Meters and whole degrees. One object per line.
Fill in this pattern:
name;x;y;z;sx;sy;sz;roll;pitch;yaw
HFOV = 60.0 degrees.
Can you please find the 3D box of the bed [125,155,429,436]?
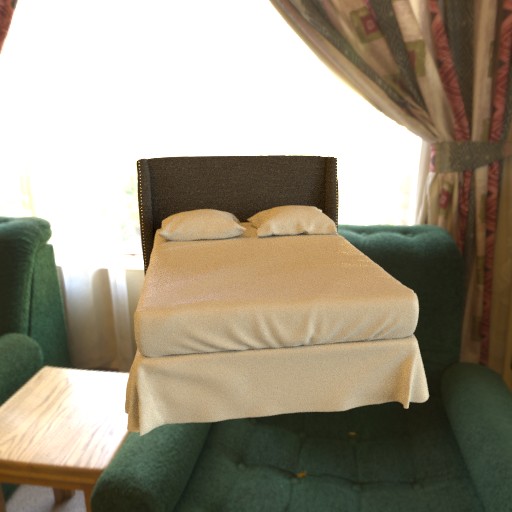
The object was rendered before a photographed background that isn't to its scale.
bed;0.000;0.000;3.412;1.925;1.332;2.276;-3;18;-8
